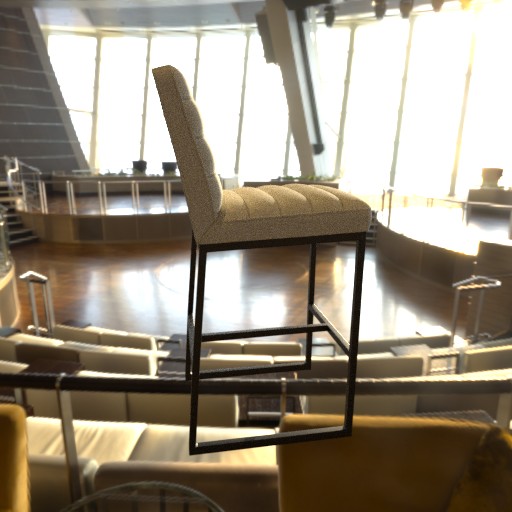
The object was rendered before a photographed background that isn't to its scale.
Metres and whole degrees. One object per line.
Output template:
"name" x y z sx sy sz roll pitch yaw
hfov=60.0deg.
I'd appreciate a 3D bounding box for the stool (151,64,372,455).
"stool" 0.000 0.000 1.378 0.560 1.040 0.460 -3 14 -10
